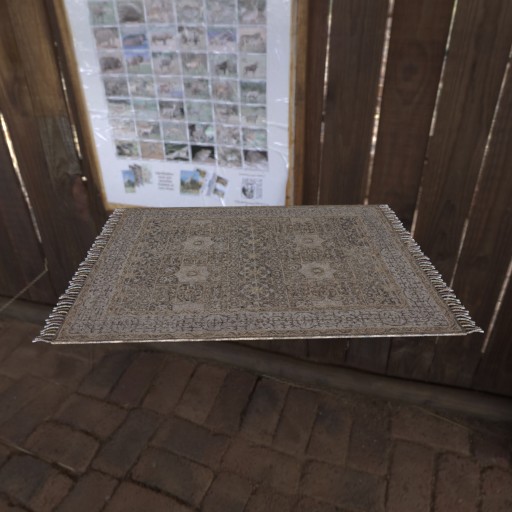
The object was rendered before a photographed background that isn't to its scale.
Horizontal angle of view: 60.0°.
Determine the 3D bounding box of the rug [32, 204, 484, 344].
[{"bbox_3d":[0.000,0.000,4.266,3.291,0.017,2.431,-1,30,-2],"label":"rug"}]
